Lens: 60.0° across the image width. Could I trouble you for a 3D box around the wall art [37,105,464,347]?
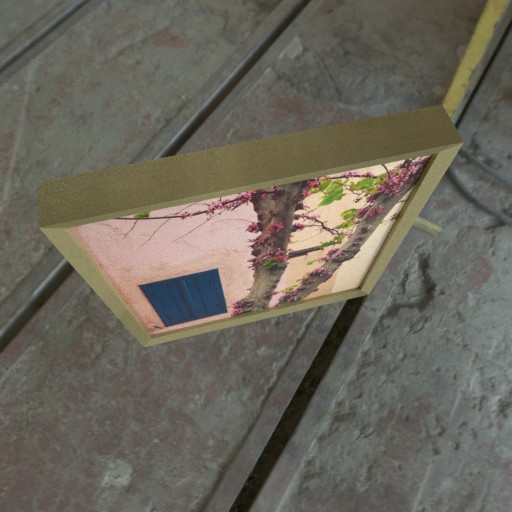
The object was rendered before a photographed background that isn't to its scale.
[{"bbox_3d":[0.000,0.000,0.453,0.304,0.305,0.038,-12,64,-6],"label":"wall art"}]
